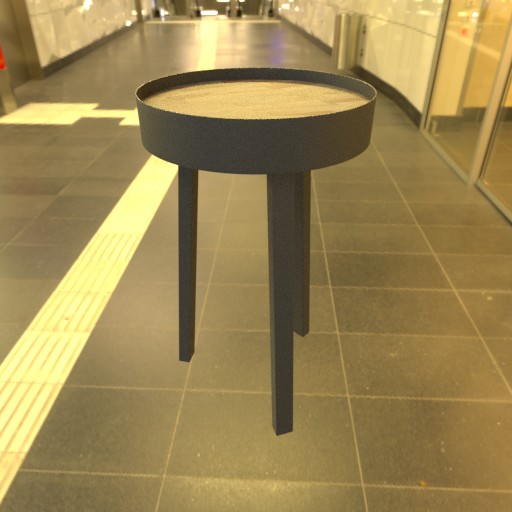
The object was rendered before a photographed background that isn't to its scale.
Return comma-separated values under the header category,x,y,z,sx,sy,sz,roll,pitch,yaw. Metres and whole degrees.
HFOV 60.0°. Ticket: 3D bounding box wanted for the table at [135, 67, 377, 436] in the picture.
category,x,y,z,sx,sy,sz,roll,pitch,yaw
table,0.000,0.000,0.947,0.406,0.686,0.406,-9,33,-14
